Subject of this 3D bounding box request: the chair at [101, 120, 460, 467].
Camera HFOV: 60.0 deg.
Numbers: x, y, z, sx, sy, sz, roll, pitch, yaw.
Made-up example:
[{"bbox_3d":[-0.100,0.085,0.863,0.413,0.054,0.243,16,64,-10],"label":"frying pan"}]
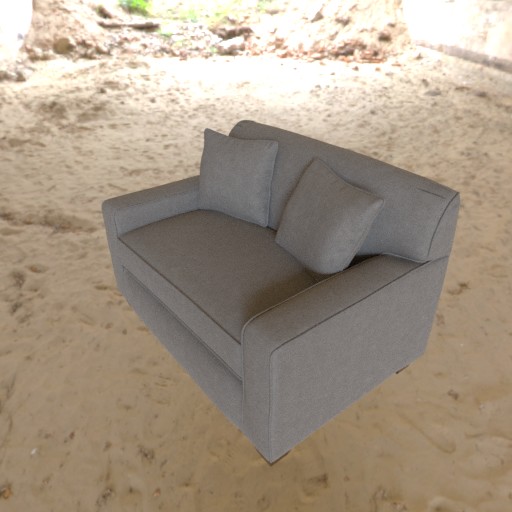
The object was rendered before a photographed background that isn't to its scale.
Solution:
[{"bbox_3d":[0.000,0.000,2.098,0.992,0.953,1.395,-22,37,-32],"label":"chair"}]
